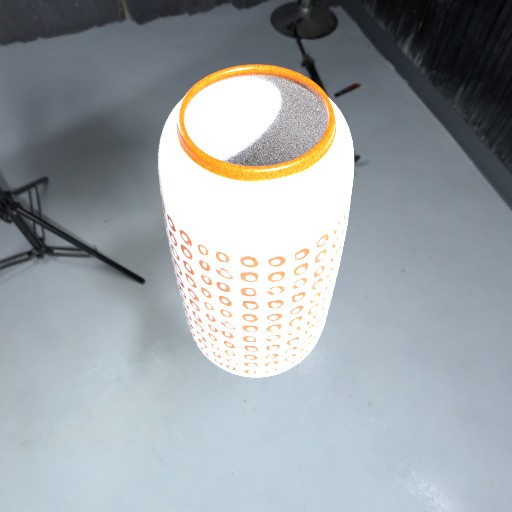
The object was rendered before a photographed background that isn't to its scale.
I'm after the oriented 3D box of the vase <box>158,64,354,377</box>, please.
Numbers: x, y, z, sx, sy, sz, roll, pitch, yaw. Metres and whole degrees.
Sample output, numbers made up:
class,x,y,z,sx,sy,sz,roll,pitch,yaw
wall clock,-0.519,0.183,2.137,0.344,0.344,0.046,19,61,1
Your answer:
class,x,y,z,sx,sy,sz,roll,pitch,yaw
vase,0.000,0.000,0.349,0.133,0.282,0.133,0,58,0
